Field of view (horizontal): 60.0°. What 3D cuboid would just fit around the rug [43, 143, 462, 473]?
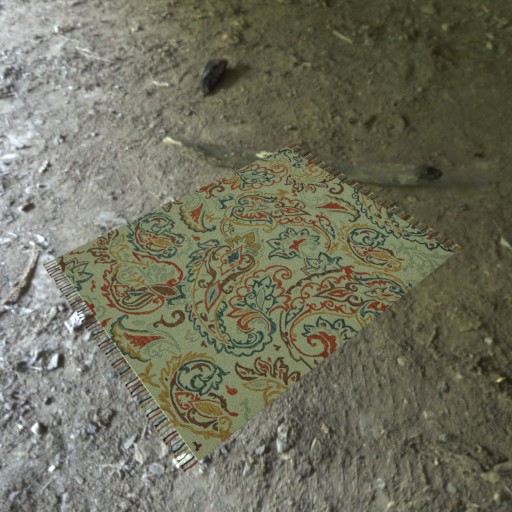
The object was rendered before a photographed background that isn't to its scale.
[{"bbox_3d":[0.000,0.000,4.306,3.274,0.015,2.439,-31,54,-26],"label":"rug"}]
